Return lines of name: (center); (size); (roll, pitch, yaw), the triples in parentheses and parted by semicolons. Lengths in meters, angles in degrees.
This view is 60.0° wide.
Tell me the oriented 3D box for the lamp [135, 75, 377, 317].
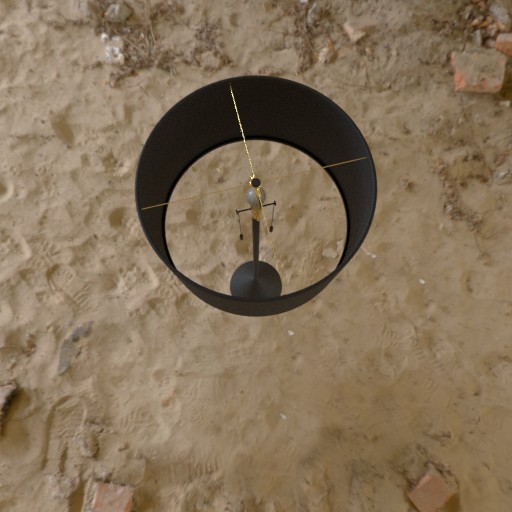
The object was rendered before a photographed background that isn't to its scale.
lamp: (0.000, 0.000, 1.798); (0.580, 1.526, 0.580); (-13, 77, -3)
